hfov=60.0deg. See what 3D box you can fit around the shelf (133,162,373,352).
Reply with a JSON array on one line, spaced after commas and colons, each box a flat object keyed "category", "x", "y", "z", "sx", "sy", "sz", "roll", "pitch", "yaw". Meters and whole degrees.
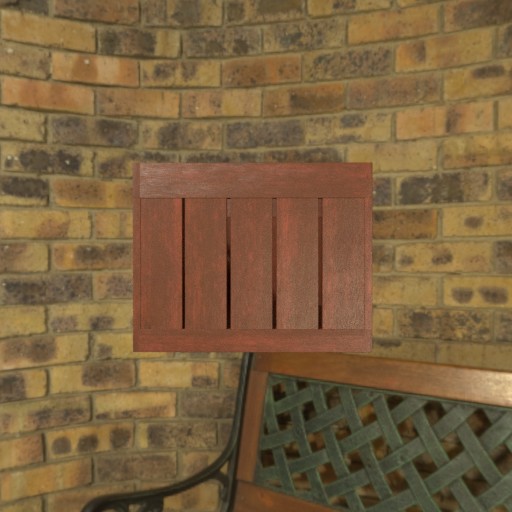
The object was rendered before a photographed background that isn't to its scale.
[{"category": "shelf", "x": 0.000, "y": 0.000, "z": 1.259, "sx": 0.393, "sy": 0.311, "sz": 1.064, "roll": 0, "pitch": 0, "yaw": 1}]
